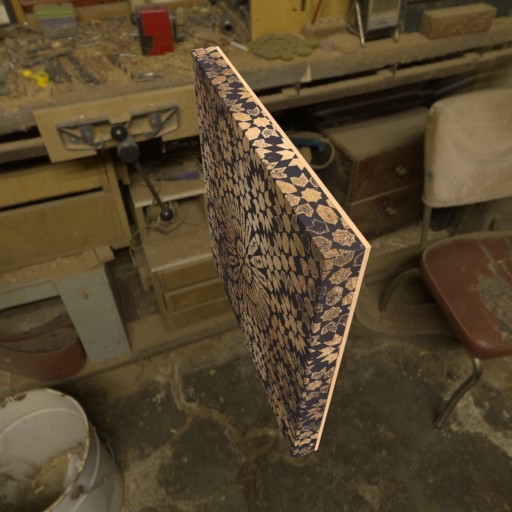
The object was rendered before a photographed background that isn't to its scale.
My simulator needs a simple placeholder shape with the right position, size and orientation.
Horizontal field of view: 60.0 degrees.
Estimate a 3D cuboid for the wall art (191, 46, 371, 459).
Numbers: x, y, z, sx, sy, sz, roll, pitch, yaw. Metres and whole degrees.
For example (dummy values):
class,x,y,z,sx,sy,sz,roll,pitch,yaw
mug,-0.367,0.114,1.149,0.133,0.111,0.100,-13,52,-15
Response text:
class,x,y,z,sx,sy,sz,roll,pitch,yaw
wall art,0.000,0.000,0.605,0.038,0.405,0.405,-15,48,-14
